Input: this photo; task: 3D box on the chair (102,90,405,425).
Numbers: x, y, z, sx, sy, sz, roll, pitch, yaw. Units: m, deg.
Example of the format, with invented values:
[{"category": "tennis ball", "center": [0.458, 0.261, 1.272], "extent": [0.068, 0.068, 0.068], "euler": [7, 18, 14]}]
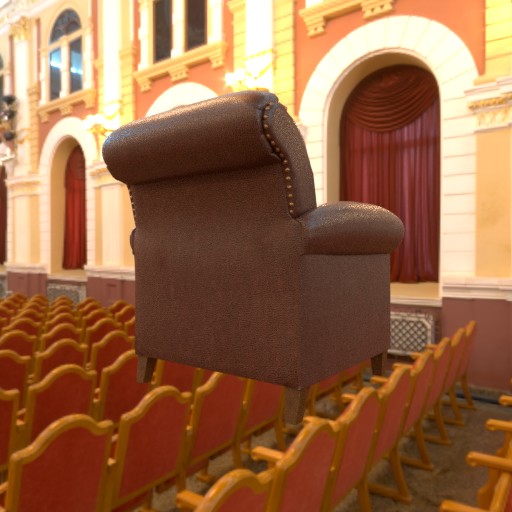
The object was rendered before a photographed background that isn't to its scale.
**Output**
[{"category": "chair", "center": [0.000, 0.000, 1.640], "extent": [0.854, 0.927, 0.890], "euler": [0, 0, 37]}]
